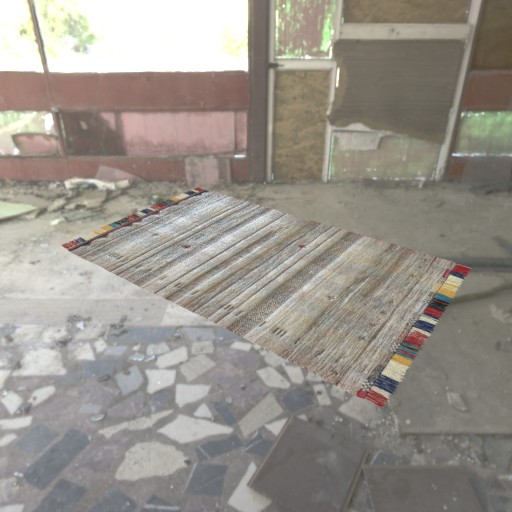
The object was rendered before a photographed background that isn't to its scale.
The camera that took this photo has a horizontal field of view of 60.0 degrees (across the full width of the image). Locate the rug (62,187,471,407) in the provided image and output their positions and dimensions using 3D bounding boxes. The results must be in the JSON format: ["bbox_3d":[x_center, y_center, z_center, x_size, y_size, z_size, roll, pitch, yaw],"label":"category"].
[{"bbox_3d":[0.000,0.000,3.030,2.465,0.012,1.465,20,35,31],"label":"rug"}]
